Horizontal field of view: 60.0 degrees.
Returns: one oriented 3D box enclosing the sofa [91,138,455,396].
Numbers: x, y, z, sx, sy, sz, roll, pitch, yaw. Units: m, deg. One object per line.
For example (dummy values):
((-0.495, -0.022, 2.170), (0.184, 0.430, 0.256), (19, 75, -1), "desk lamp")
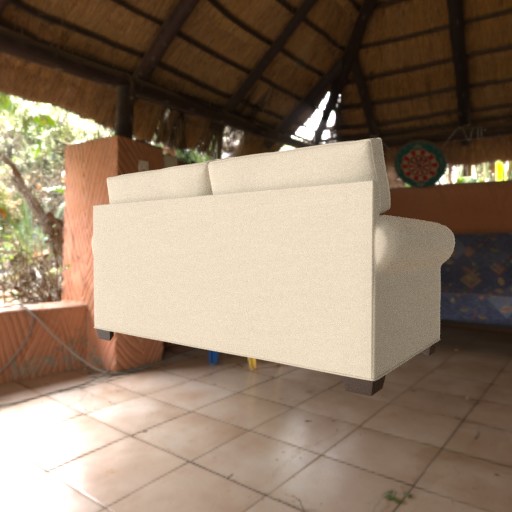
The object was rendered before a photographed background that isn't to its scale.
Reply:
((0.000, 0.000, 2.319), (1.774, 0.933, 0.861), (1, 2, 37), "sofa")
